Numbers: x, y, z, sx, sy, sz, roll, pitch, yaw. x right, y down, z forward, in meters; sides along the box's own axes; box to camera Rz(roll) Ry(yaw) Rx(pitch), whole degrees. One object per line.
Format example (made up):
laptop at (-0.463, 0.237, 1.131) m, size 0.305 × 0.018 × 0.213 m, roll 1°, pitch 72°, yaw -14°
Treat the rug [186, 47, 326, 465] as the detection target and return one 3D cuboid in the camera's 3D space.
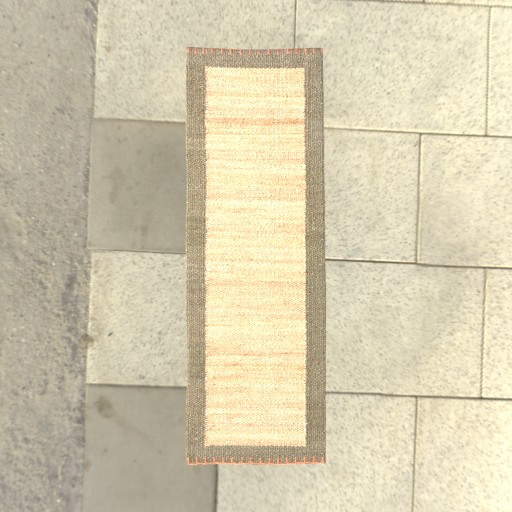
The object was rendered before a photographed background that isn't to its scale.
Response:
rug at (0.000, 0.000, 2.563) m, size 0.810 × 0.016 × 2.413 m, roll 0°, pitch 90°, yaw 0°
